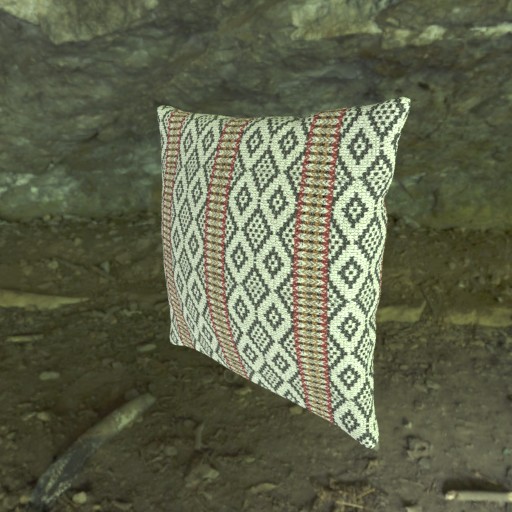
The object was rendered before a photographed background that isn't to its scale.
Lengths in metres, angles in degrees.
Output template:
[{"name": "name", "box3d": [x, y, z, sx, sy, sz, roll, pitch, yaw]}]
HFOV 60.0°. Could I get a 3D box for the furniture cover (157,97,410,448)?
[{"name": "furniture cover", "box3d": [0.000, 0.000, 0.766, 0.503, 0.506, 0.182, 15, 22, 41]}]
